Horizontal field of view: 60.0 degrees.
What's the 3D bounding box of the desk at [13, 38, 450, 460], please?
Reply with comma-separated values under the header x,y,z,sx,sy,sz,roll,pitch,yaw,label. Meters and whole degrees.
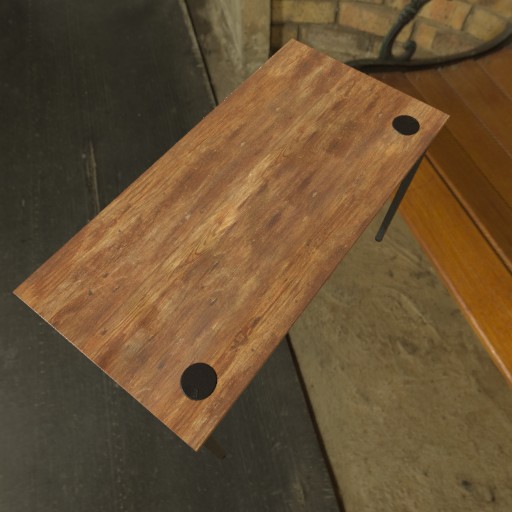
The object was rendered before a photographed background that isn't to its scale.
x,y,z,sx,sy,sz,roll,pitch,yaw,label
0.000,0.000,1.563,0.600,0.749,1.200,34,67,16,desk
